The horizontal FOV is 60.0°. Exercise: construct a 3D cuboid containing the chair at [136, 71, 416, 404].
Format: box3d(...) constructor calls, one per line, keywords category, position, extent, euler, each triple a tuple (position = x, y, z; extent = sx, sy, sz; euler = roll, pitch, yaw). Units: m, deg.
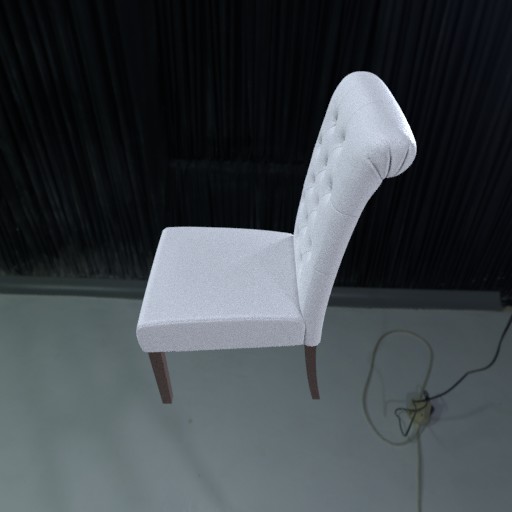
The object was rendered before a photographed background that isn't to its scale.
box3d(category="chair", position=(0.000, 0.000, 1.353), extent=(0.671, 1.006, 0.456), euler=(0, 41, 0))
